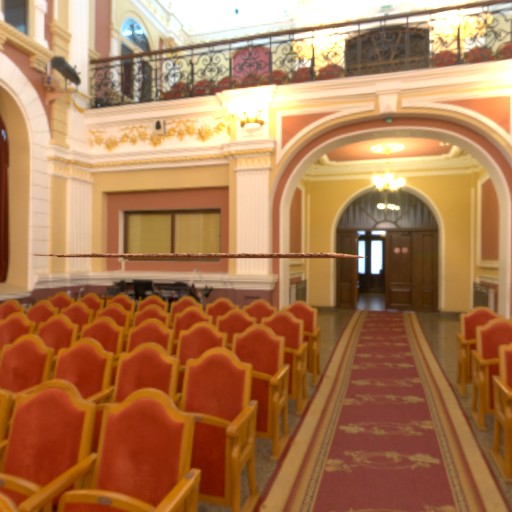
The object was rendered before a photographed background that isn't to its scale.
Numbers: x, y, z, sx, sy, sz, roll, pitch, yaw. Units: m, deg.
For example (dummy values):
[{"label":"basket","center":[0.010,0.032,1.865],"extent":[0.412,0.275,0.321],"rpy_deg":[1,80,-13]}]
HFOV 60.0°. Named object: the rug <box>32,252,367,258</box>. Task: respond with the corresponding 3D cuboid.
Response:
[{"label":"rug","center":[0.000,0.000,2.015],"extent":[0.905,0.017,1.718],"rpy_deg":[0,0,17]}]
